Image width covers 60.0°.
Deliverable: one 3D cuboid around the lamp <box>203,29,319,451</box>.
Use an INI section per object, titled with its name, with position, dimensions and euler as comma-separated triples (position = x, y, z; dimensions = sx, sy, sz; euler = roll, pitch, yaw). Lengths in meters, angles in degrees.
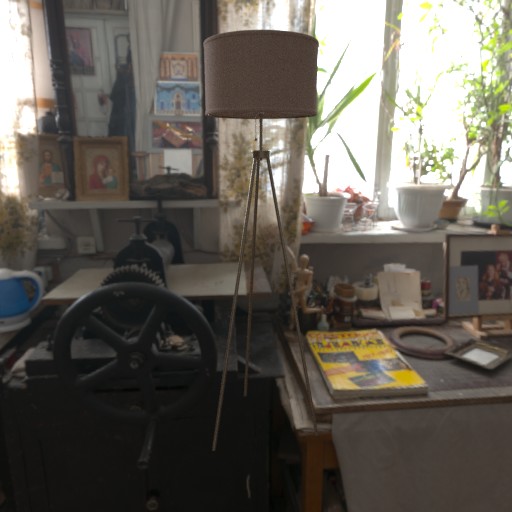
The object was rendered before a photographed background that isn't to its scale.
[lamp]
position = 0.000, 0.000, 1.745
dimensions = 0.449, 1.545, 0.460
euler = 14, 19, 43
